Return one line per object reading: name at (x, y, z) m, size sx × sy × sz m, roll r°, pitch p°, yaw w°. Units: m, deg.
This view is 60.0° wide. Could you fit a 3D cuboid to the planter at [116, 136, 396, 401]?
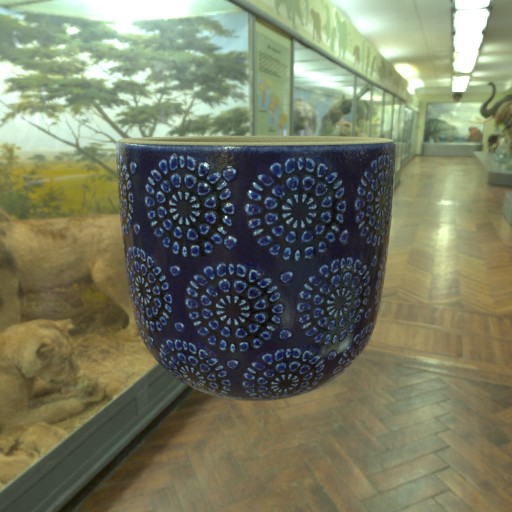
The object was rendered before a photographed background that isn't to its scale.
planter at (0.000, 0.000, 0.290) m, size 0.165 × 0.149 × 0.165 m, roll 0°, pitch 16°, yaw 0°
